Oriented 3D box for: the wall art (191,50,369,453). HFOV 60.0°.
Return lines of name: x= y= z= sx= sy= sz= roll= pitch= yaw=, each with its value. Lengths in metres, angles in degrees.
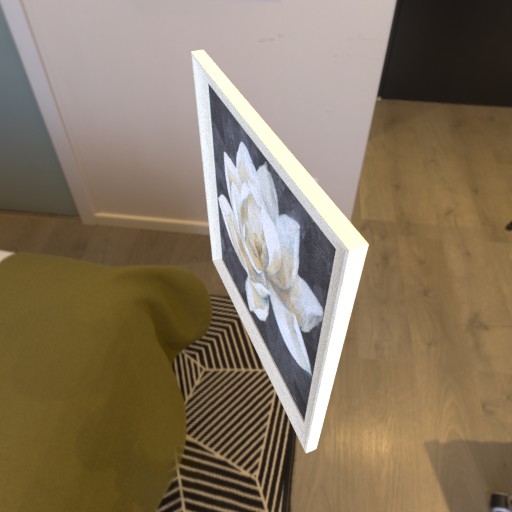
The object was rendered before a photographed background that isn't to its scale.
wall art: x=0.000 y=0.000 z=1.529 sx=0.045 sy=1.016 sz=1.016 roll=-17 pitch=48 yaw=-16
